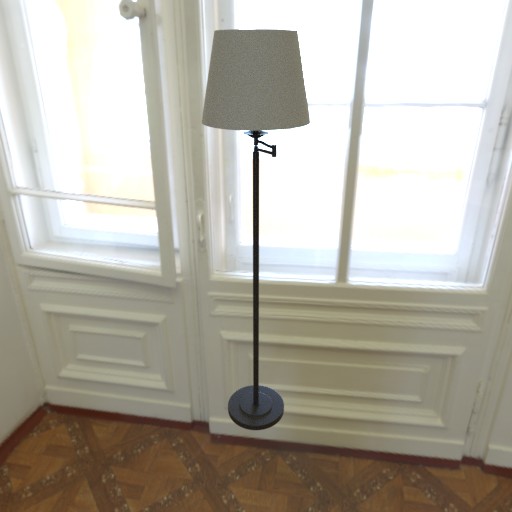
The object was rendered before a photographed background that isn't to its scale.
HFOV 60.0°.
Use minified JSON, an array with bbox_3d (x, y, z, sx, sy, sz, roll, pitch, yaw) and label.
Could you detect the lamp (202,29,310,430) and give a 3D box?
[{"bbox_3d":[0.000,0.000,1.625,0.348,1.473,0.348,-17,30,-32],"label":"lamp"}]
